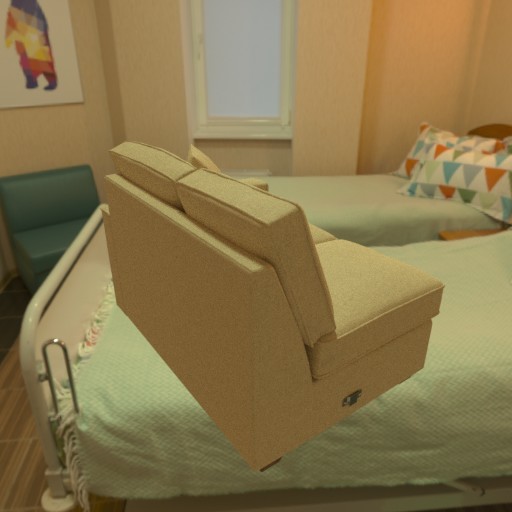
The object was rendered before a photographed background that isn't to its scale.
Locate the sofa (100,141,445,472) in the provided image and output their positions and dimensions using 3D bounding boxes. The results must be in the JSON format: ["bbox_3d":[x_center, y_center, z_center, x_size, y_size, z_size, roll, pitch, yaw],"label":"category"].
[{"bbox_3d":[0.000,0.000,2.068,0.991,0.989,1.388,-17,30,-32],"label":"sofa"}]
